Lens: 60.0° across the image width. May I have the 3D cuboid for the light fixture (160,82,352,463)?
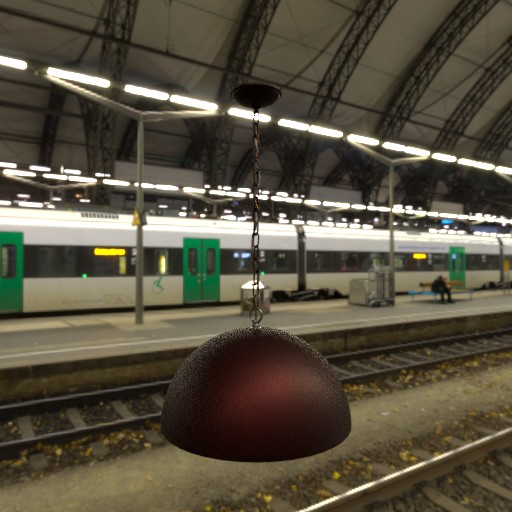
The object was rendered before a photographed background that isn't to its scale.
[{"bbox_3d":[0.000,0.000,1.173,0.492,0.869,0.492,-1,-1,35],"label":"light fixture"}]
